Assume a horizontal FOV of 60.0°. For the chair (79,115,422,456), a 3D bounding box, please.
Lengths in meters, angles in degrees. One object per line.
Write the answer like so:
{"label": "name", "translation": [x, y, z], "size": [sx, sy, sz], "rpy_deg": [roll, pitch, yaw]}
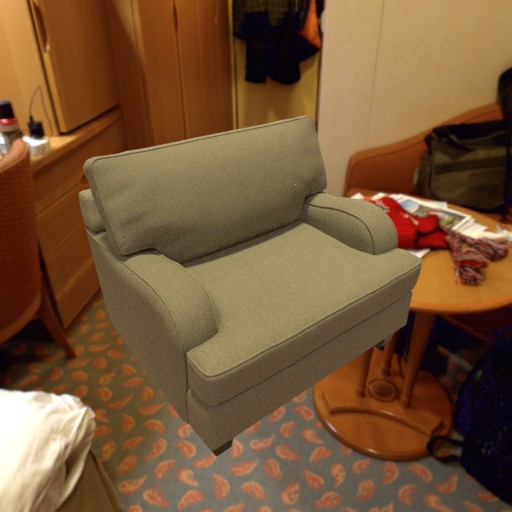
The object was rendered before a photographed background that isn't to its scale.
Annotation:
{"label": "chair", "translation": [0.000, 0.000, 2.058], "size": [1.220, 1.016, 1.041], "rpy_deg": [-22, 37, -32]}
